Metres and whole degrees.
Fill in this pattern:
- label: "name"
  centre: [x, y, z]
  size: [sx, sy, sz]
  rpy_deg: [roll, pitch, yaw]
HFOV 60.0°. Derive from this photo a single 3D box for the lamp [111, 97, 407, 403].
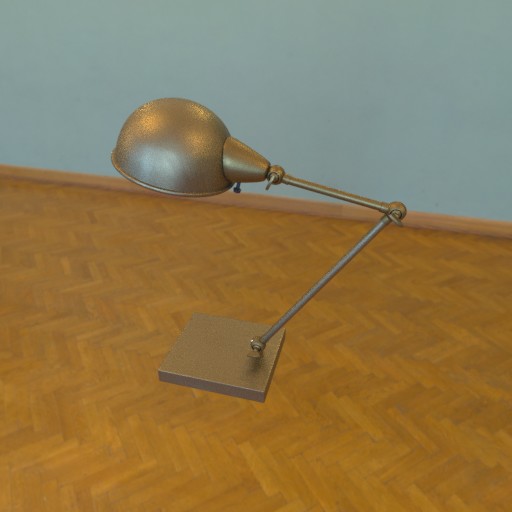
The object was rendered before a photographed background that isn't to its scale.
- label: "lamp"
  centre: [0.000, 0.000, 0.559]
  size: [0.339, 0.371, 0.149]
  rpy_deg: [8, 31, 13]
